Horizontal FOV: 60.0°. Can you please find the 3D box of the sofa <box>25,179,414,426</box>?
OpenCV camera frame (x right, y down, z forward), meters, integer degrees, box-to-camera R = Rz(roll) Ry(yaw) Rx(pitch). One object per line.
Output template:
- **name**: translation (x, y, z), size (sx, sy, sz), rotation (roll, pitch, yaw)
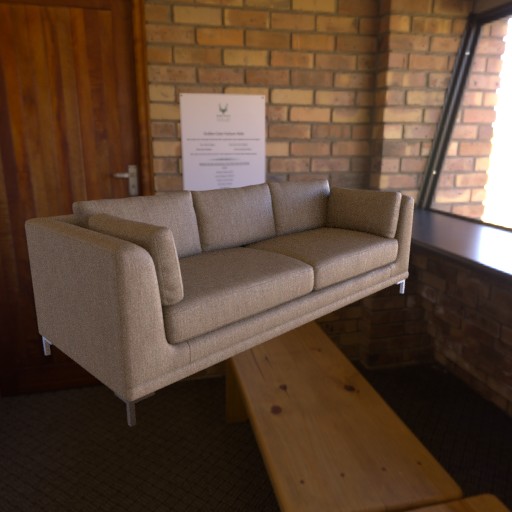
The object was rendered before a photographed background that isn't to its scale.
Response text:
- **sofa**: translation (0.000, 0.000, 2.855), size (0.969, 0.867, 2.415), rotation (14, 20, 43)
